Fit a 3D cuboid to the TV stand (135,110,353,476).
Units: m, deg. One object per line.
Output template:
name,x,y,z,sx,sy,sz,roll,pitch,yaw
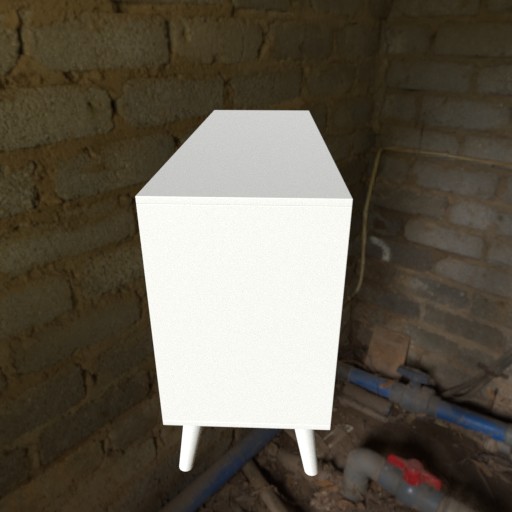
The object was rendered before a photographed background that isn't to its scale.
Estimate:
TV stand,0.000,0.000,1.536,0.406,0.812,1.193,1,26,2
